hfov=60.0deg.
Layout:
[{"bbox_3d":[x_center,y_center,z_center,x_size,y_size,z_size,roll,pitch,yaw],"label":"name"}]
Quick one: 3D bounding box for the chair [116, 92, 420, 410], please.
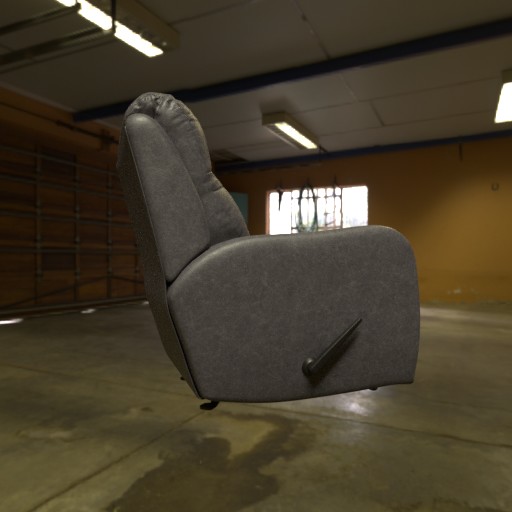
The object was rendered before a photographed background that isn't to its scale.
[{"bbox_3d":[0.000,0.000,1.810,1.067,1.067,0.865,0,0,-20],"label":"chair"}]
